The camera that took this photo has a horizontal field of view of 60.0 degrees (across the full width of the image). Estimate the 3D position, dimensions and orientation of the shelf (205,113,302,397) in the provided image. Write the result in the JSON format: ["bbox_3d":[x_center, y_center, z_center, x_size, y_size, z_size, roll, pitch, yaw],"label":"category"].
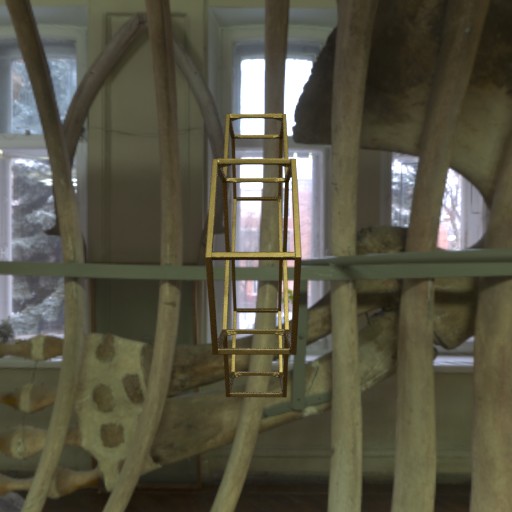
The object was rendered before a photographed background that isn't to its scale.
[{"bbox_3d":[0.000,0.000,1.044,0.150,0.701,0.708,0,0,1],"label":"shelf"}]
